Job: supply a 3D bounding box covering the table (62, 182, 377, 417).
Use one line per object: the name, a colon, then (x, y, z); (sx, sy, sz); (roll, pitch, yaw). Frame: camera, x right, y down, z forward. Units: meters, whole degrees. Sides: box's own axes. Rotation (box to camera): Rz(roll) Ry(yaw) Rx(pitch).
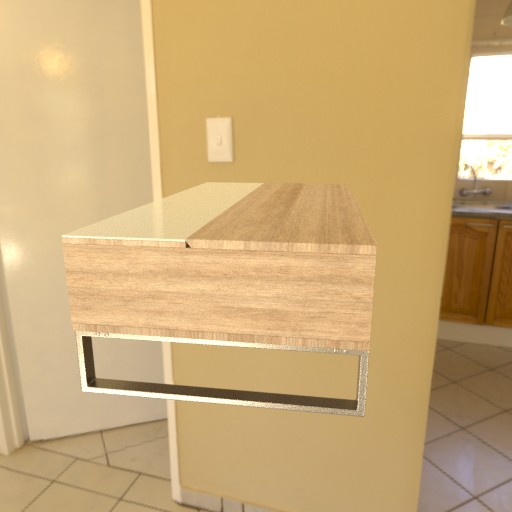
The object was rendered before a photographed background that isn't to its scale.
table: (0.000, 0.000, 1.392); (0.600, 0.350, 1.100); (2, 15, 8)
